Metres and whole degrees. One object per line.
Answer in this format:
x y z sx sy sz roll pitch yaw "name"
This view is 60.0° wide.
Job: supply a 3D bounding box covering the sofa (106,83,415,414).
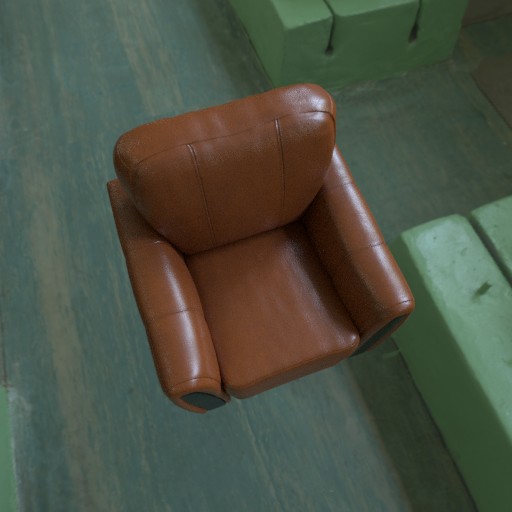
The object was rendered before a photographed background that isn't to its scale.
0.000 0.000 1.514 0.836 0.876 0.789 -18 65 -9 "sofa"
